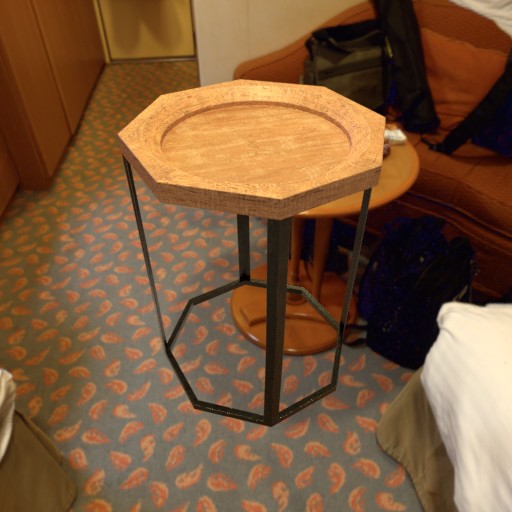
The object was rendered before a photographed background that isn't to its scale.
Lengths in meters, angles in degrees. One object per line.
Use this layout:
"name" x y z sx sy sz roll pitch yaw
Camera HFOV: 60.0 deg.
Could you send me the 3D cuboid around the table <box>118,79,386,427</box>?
"table" 0.000 0.000 0.894 0.437 0.553 0.437 26 47 27
